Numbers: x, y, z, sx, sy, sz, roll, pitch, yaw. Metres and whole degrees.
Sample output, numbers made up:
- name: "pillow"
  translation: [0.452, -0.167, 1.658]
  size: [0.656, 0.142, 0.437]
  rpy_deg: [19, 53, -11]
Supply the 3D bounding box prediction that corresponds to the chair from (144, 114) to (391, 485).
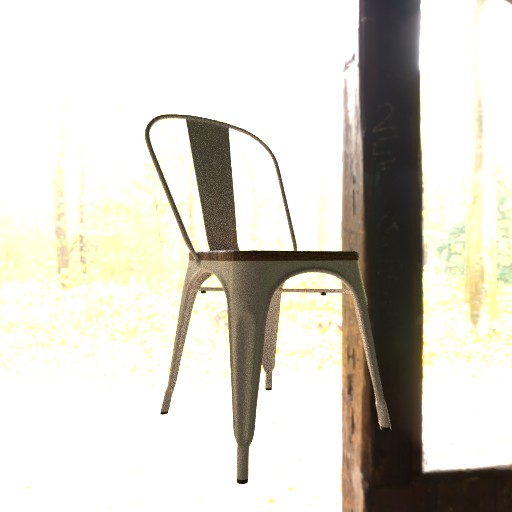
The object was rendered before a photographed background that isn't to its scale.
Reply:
- name: "chair"
  translation: [0.000, 0.000, 1.163]
  size: [0.452, 0.851, 0.521]
  rpy_deg: [0, 0, -36]
